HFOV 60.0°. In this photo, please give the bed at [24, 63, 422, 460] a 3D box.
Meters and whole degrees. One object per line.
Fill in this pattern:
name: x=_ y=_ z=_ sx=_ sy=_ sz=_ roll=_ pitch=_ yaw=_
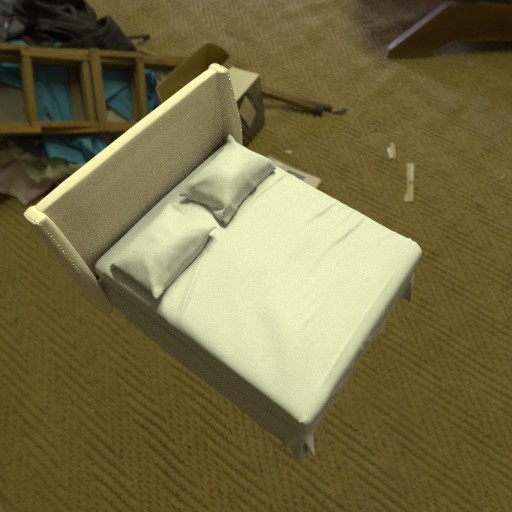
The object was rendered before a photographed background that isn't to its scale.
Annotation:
bed: x=0.000 y=0.000 z=3.376 sx=2.276 sy=1.332 sz=1.925 roll=33 pitch=64 yaw=18
